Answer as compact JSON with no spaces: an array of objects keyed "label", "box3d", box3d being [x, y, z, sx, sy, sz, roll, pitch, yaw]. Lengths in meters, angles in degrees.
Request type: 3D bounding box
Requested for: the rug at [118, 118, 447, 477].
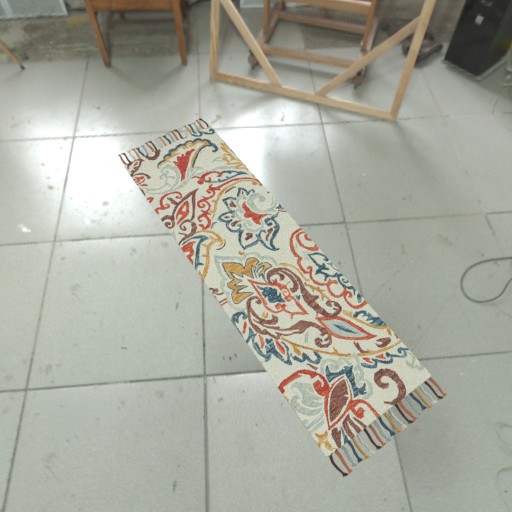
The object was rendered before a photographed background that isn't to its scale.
[{"label":"rug","box3d":[0.000,0.000,2.929,0.763,0.015,2.682,-30,63,-17]}]
